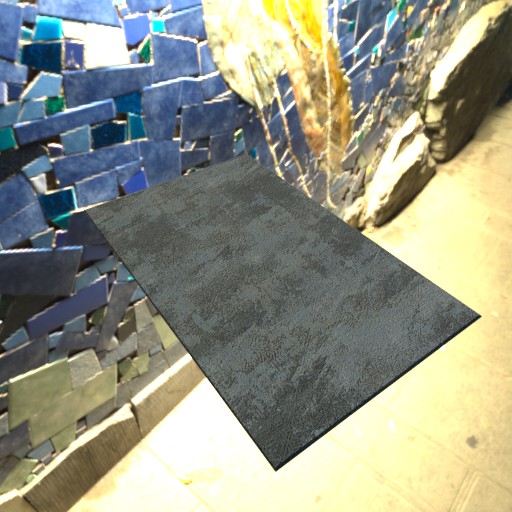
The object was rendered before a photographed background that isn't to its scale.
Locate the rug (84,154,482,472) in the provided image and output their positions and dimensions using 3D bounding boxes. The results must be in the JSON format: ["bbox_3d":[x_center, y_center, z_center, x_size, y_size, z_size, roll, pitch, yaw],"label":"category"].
[{"bbox_3d":[0.000,0.000,3.017,1.536,0.012,2.431,-25,47,-26],"label":"rug"}]
